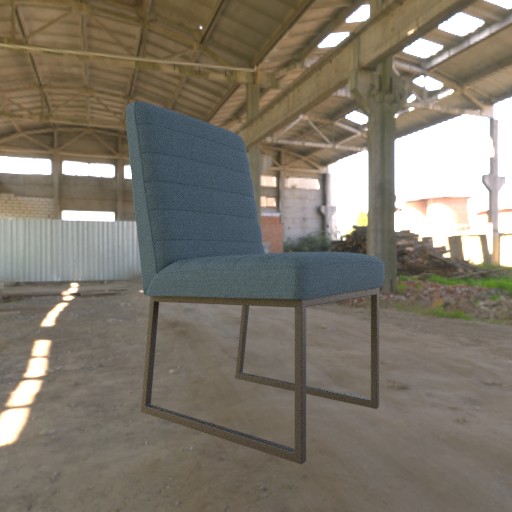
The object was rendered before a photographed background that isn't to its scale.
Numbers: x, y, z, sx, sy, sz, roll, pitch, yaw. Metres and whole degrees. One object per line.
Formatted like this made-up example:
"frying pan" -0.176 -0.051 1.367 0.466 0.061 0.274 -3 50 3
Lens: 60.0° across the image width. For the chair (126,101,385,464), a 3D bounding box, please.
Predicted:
"chair" 0.000 0.000 1.351 0.634 0.930 0.520 0 0 37
